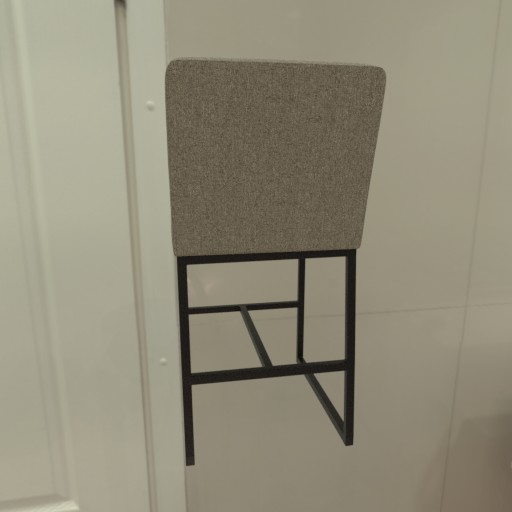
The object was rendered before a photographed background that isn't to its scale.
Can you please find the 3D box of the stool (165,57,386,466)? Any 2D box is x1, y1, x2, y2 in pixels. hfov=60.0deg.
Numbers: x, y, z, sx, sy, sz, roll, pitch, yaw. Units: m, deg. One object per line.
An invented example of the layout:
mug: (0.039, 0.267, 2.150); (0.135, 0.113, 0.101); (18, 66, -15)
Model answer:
stool: (0.000, 0.000, 1.244); (0.460, 0.940, 0.560); (-3, 14, -10)
